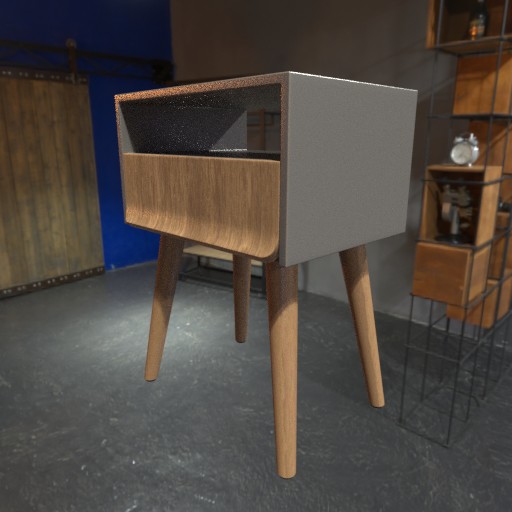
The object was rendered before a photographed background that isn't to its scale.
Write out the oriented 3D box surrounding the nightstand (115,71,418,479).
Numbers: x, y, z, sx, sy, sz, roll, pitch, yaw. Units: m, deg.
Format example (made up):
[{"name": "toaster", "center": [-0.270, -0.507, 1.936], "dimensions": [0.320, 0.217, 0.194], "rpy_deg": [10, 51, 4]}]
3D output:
[{"name": "nightstand", "center": [0.000, 0.000, 0.731], "dimensions": [0.288, 0.508, 0.370], "rpy_deg": [-14, 21, -42]}]
